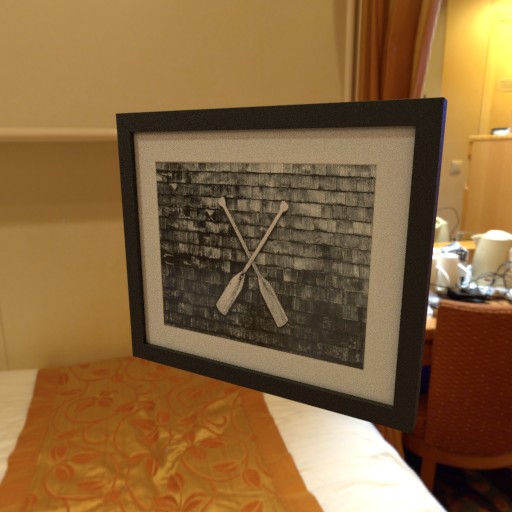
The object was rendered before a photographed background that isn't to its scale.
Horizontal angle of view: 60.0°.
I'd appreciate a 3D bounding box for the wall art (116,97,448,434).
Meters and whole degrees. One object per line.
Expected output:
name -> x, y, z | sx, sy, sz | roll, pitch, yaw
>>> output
wall art -> 0.000, 0.000, 0.518 | 0.381, 0.330, 0.029 | 7, 15, 27
